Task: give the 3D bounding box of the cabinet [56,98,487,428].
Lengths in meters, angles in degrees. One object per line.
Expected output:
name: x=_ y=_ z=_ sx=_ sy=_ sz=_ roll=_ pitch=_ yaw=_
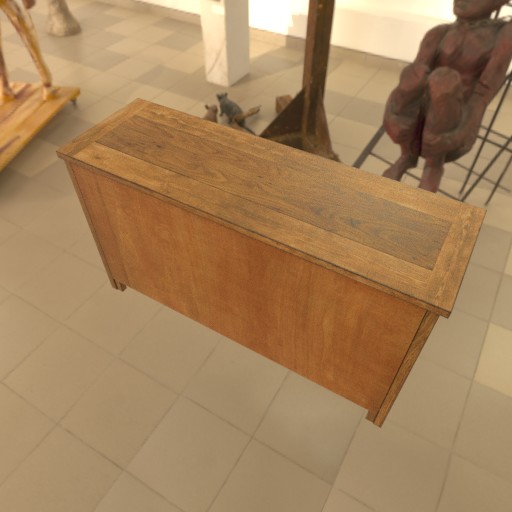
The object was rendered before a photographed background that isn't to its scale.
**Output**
cabinet: x=0.000 y=0.000 z=1.860 sx=1.474 sy=0.813 sz=0.480 roll=23 pitch=51 yaw=20
